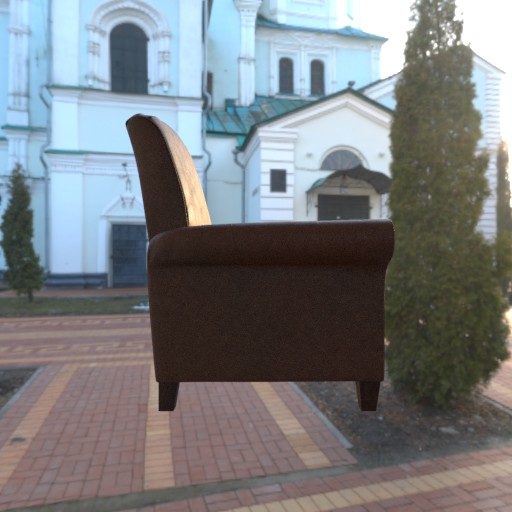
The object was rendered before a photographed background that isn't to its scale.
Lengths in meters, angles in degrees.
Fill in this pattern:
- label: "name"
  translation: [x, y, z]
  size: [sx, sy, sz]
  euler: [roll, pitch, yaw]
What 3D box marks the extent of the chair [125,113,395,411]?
- label: "chair"
  translation: [0.000, 0.000, 1.865]
  size: [0.902, 1.061, 0.978]
  euler: [0, 0, 0]
